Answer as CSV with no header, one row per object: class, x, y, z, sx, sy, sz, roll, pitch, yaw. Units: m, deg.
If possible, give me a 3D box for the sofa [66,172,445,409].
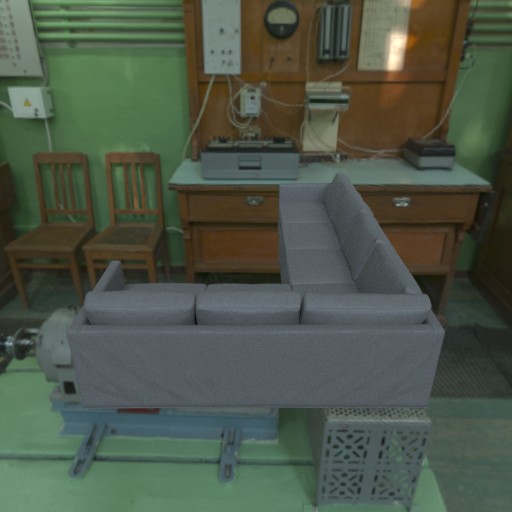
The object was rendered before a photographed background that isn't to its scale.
sofa,0.000,0.000,4.329,2.432,0.871,3.182,0,26,0
